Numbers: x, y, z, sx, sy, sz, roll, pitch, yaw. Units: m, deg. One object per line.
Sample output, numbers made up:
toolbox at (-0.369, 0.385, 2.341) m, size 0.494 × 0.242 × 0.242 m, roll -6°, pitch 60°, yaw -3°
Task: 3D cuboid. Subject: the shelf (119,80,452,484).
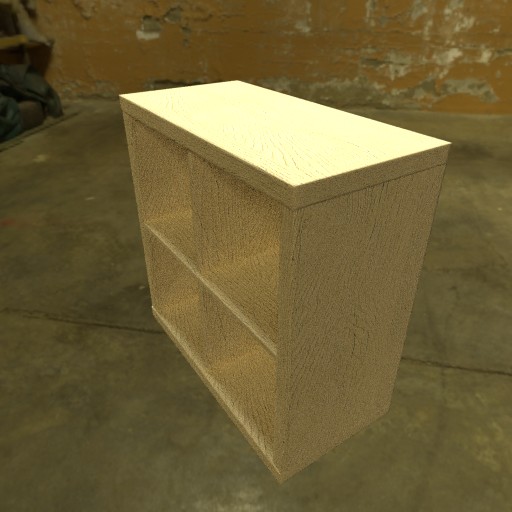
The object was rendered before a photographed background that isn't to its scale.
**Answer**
shelf at (0.000, 0.000, 1.257) m, size 0.390 × 0.786 × 0.790 m, roll -19°, pitch 37°, yaw -28°
